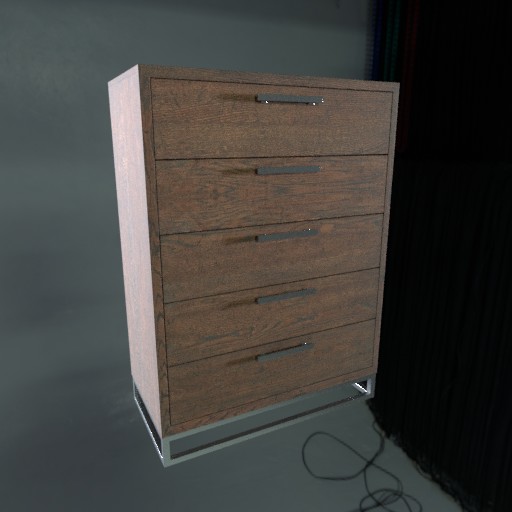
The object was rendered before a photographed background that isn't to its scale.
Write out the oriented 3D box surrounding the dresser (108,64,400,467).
[{"bbox_3d":[0.000,0.000,1.798,0.965,1.321,0.508,-8,17,-26],"label":"dresser"}]
